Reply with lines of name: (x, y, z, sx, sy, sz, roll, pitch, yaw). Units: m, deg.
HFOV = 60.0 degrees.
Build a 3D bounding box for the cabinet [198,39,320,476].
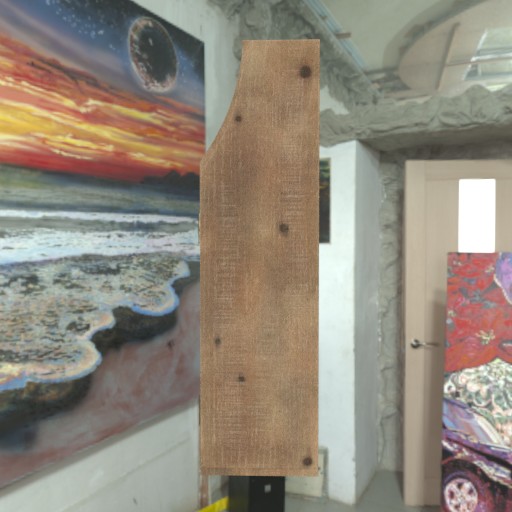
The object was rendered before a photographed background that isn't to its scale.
cabinet: (0.000, 0.000, 0.845, 0.184, 0.590, 0.489, 0, 1, 2)
